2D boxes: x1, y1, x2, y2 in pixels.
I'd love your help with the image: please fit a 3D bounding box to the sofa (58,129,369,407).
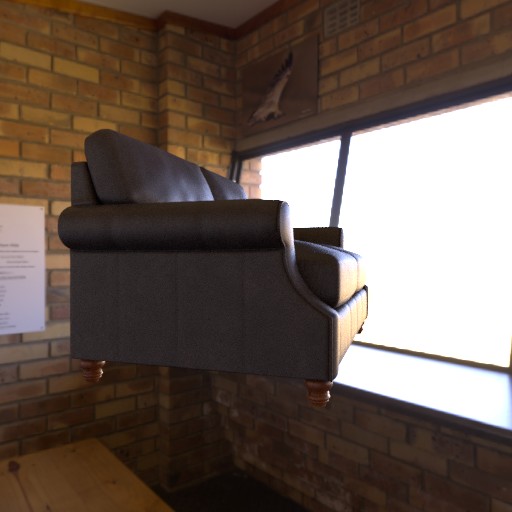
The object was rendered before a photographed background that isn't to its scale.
[{"bbox_3d":[0.000,0.000,2.260,1.030,0.979,1.663,0,0,18],"label":"sofa"}]
